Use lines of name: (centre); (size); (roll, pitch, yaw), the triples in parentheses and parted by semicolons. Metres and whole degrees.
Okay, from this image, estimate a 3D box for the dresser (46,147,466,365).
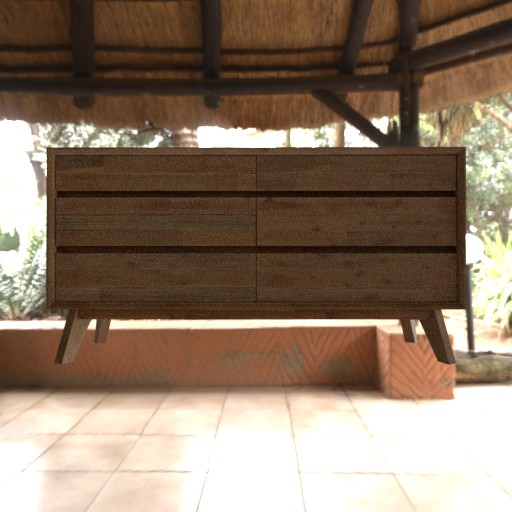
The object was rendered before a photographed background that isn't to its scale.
dresser: (0.000, 0.000, 1.866); (1.554, 0.805, 0.455); (0, 0, 0)
